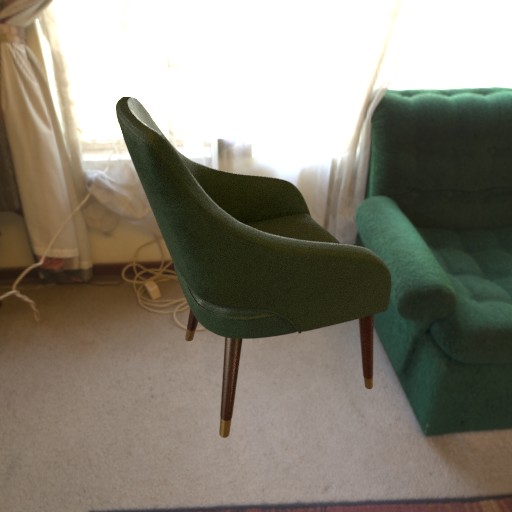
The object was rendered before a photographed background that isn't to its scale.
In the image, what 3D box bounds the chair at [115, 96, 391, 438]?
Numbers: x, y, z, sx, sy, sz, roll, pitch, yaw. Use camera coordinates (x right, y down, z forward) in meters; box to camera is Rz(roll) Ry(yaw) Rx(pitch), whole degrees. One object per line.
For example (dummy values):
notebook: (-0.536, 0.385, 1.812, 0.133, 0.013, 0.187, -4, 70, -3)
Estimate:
chair: (0.000, 0.000, 1.578, 0.794, 1.081, 0.683, -11, 33, -18)
